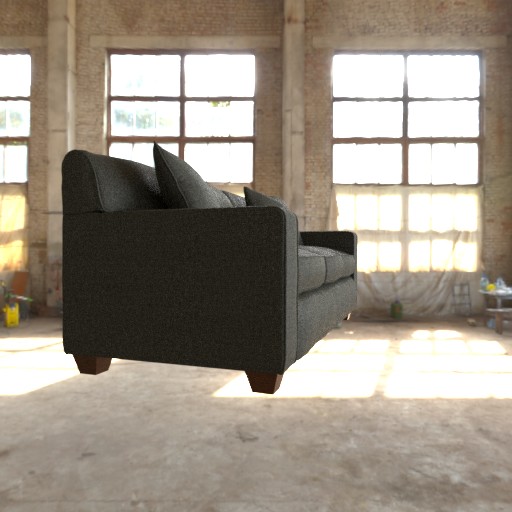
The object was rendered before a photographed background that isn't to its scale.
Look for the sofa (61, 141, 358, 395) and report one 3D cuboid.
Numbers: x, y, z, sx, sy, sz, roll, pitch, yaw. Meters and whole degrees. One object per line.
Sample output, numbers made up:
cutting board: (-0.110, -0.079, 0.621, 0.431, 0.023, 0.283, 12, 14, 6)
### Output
sofa: (0.000, 0.000, 2.584, 0.997, 0.958, 2.024, 0, 0, 20)
